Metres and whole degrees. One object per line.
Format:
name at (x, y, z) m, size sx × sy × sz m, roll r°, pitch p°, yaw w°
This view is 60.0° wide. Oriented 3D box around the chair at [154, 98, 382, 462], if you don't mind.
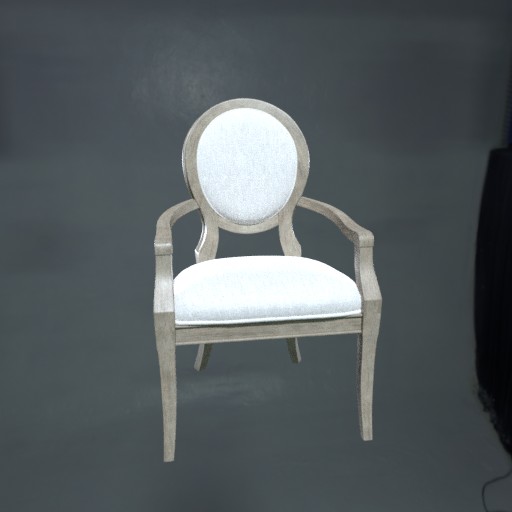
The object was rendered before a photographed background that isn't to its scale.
chair at (0.000, 0.000, 1.422) m, size 0.611 × 0.991 × 0.602 m, roll -2°, pitch 16°, yaw -8°
